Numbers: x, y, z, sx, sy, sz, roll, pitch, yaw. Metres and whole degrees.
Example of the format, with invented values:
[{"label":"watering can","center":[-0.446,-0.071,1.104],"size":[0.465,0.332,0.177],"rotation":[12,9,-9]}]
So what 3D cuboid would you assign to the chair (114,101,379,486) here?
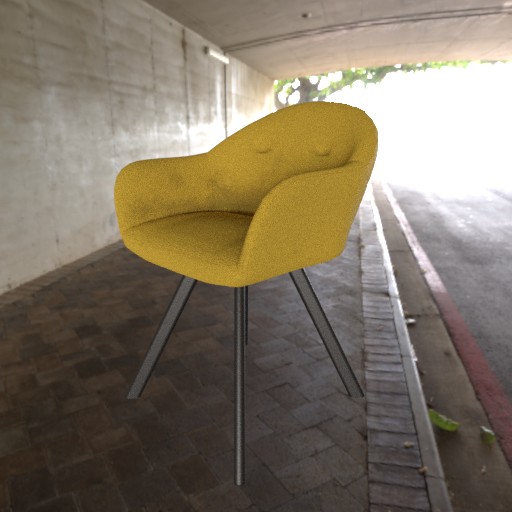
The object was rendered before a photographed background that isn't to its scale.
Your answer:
[{"label":"chair","center":[0.000,0.000,1.142],"size":[0.545,0.775,0.565],"rotation":[15,22,43]}]
